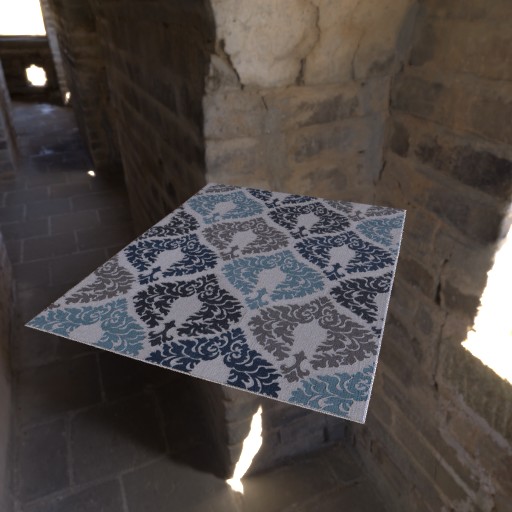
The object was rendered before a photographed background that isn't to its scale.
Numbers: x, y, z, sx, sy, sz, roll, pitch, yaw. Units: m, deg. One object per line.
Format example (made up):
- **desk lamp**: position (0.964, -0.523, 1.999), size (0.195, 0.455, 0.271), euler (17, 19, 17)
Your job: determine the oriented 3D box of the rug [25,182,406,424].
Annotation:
- **rug**: position (0.000, 0.000, 4.035), size (2.423, 0.014, 3.040), euler (11, 32, 18)
